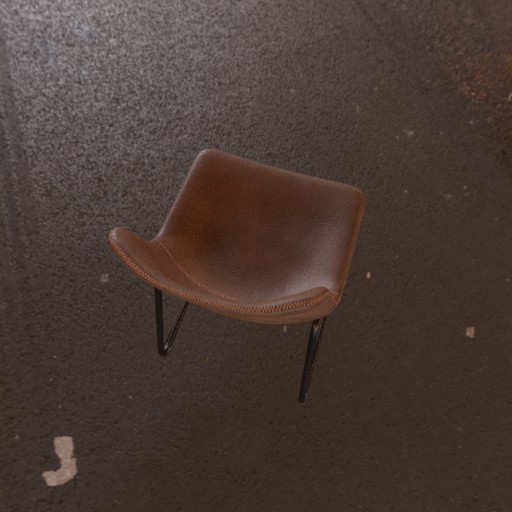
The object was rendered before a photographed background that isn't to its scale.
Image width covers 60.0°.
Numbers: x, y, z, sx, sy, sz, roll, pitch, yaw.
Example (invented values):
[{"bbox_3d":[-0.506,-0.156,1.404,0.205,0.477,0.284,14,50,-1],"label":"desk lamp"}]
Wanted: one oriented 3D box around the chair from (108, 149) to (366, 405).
[{"bbox_3d":[0.000,0.000,1.094,0.460,0.780,0.551,17,65,8],"label":"chair"}]
